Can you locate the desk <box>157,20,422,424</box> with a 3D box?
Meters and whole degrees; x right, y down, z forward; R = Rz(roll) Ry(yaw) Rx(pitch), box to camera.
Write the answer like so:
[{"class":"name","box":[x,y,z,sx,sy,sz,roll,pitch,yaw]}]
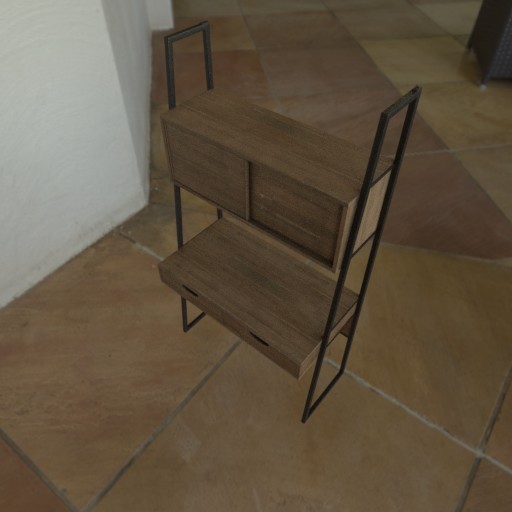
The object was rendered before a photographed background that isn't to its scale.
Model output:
[{"class":"desk","box":[0.000,0.000,2.160,0.982,1.809,0.515,31,53,27]}]
